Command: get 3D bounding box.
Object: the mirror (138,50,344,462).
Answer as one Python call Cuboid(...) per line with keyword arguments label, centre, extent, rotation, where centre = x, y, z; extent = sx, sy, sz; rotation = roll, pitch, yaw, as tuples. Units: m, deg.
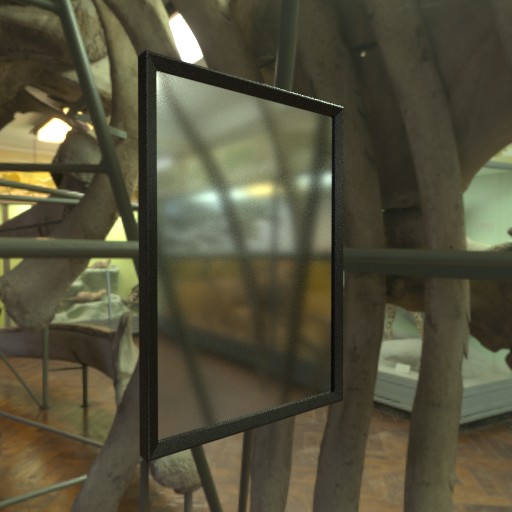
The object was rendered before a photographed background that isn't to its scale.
Cuboid(label="mirror", centre=(0.000, 0.000, 0.934), extent=(0.507, 0.710, 0.039), rotation=(-1, 1, -38))
